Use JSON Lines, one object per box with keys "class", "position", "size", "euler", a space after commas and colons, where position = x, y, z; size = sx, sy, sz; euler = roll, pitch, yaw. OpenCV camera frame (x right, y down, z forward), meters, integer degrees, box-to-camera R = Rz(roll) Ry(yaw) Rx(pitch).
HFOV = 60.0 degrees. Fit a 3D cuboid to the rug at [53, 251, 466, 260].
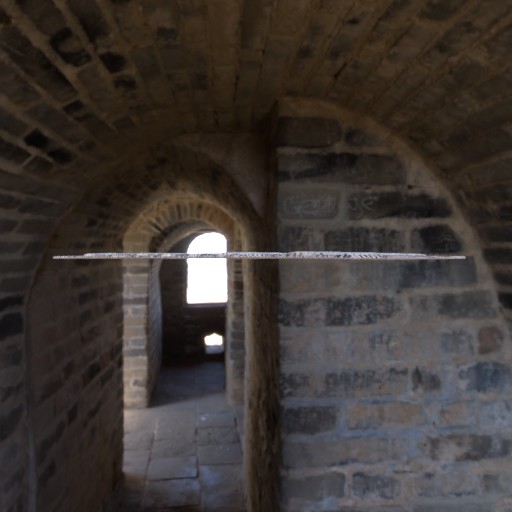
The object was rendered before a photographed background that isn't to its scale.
{"class": "rug", "position": [0.000, 0.000, 2.346], "size": [1.823, 0.030, 1.222], "euler": [0, 0, 35]}
